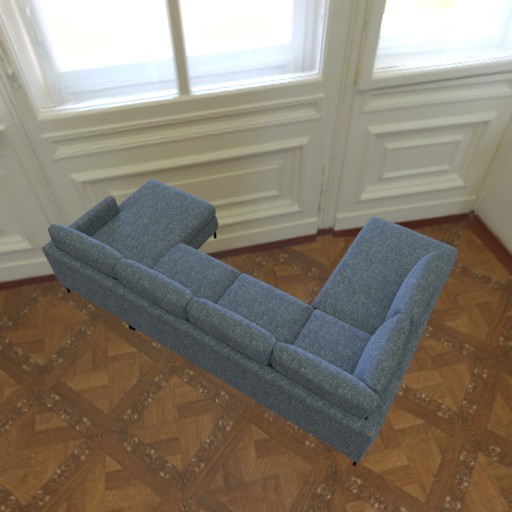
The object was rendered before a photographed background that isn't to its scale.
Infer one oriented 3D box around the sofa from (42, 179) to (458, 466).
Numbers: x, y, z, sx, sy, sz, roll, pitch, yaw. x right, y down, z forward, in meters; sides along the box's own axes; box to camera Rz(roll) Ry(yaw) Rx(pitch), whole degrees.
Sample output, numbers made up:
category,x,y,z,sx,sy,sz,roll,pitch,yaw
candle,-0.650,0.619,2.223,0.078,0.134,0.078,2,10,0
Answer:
category,x,y,z,sx,sy,sz,roll,pitch,yaw
sofa,0.000,0.000,3.547,2.737,0.756,1.879,25,53,21
